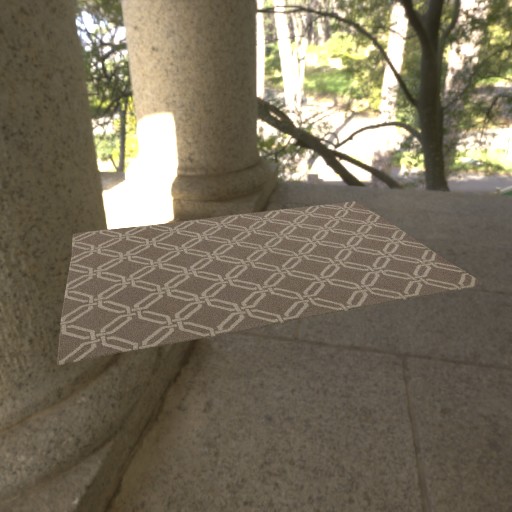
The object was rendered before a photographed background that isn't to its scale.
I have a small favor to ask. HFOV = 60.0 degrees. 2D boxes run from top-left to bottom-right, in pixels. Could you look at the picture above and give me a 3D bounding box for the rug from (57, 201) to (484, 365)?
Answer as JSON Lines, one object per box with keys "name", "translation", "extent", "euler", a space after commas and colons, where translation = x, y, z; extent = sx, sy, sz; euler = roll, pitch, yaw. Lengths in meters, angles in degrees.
{"name": "rug", "translation": [0.000, 0.000, 2.178], "extent": [1.748, 0.010, 1.142], "euler": [-8, 28, -16]}
